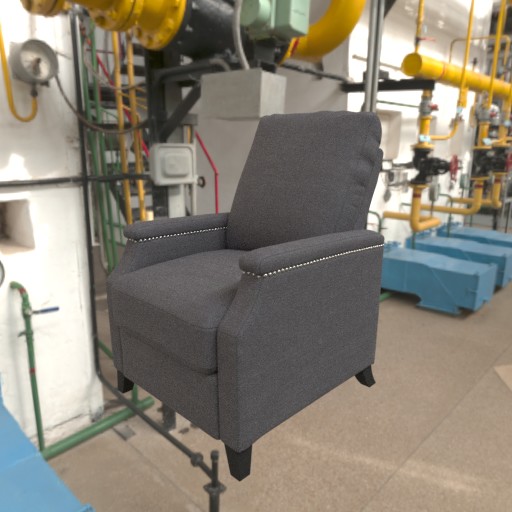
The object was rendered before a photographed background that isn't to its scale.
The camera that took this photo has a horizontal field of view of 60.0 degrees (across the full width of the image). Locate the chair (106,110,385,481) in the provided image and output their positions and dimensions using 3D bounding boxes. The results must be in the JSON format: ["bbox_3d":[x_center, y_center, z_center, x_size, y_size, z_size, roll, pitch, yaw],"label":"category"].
[{"bbox_3d":[0.000,0.000,1.644,0.710,1.049,0.922,14,20,43],"label":"chair"}]
